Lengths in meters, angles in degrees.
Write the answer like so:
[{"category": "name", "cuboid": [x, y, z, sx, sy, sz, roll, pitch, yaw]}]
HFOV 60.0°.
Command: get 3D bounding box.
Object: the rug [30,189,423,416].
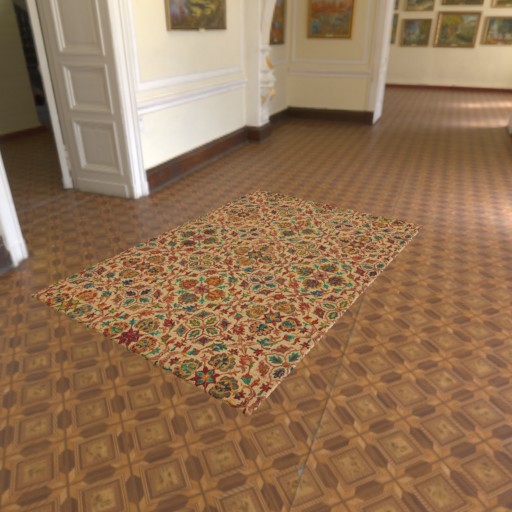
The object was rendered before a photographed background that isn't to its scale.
[{"category": "rug", "cuboid": [0.000, 0.000, 2.968, 1.541, 0.018, 2.297, 18, 32, 31]}]
